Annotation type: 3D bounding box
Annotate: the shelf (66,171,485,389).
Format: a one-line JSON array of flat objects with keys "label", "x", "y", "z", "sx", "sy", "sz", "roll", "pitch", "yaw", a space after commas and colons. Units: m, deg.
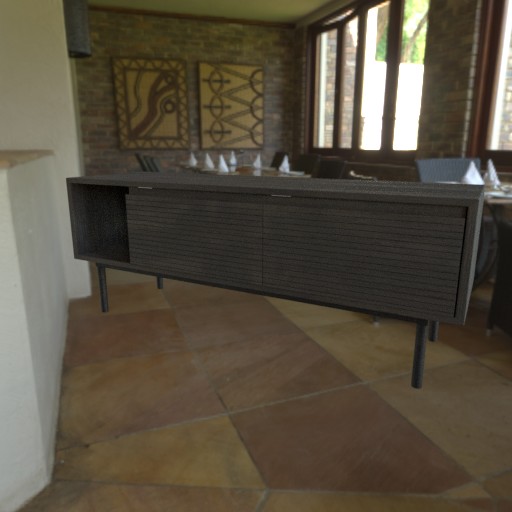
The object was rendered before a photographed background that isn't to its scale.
[{"label": "shelf", "x": 0.000, "y": 0.000, "z": 1.477, "sx": 1.300, "sy": 0.495, "sz": 0.400, "roll": 8, "pitch": 16, "yaw": 27}]
